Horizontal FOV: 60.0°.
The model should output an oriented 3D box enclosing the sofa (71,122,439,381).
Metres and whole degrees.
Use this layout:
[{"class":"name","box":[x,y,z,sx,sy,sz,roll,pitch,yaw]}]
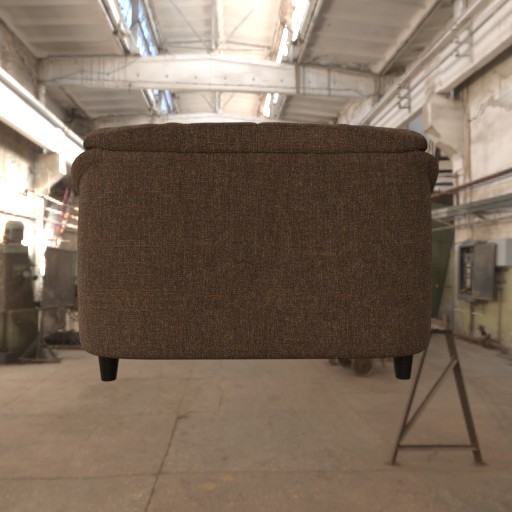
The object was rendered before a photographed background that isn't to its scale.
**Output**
[{"class":"sofa","box":[0.000,0.000,1.857,1.404,0.895,0.799,0,-1,-1]}]
